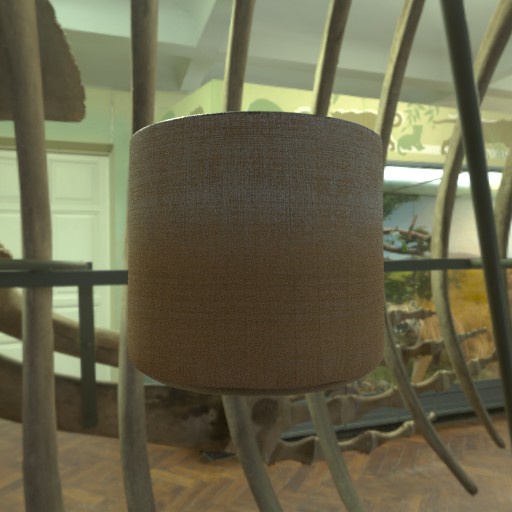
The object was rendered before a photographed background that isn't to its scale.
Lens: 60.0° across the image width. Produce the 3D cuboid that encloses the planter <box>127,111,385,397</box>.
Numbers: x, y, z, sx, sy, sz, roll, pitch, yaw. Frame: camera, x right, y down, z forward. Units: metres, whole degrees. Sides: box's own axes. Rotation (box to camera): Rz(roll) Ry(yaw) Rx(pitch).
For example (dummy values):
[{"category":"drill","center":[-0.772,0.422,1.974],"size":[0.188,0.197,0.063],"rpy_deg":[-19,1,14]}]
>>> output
[{"category":"planter","center":[0.000,0.000,0.454],"size":[0.254,0.221,0.254],"rpy_deg":[0,1,0]}]
